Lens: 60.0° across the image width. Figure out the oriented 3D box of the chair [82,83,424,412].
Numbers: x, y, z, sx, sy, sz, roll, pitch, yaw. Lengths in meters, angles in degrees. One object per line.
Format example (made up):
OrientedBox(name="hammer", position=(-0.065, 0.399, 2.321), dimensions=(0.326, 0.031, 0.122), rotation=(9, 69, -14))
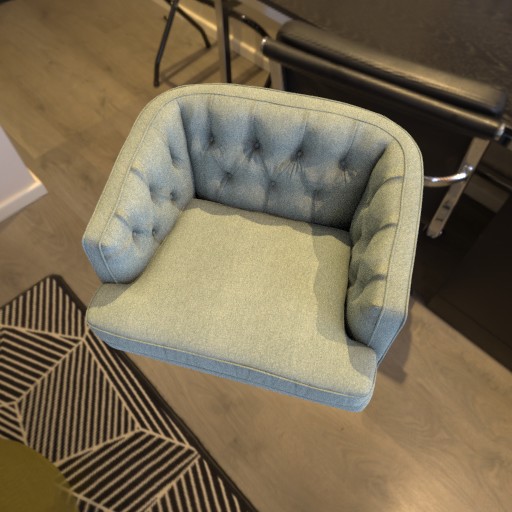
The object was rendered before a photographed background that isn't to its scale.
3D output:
OrientedBox(name="chair", position=(0.000, 0.000, 1.750), dimensions=(1.094, 0.852, 0.945), rotation=(13, 59, 8))
